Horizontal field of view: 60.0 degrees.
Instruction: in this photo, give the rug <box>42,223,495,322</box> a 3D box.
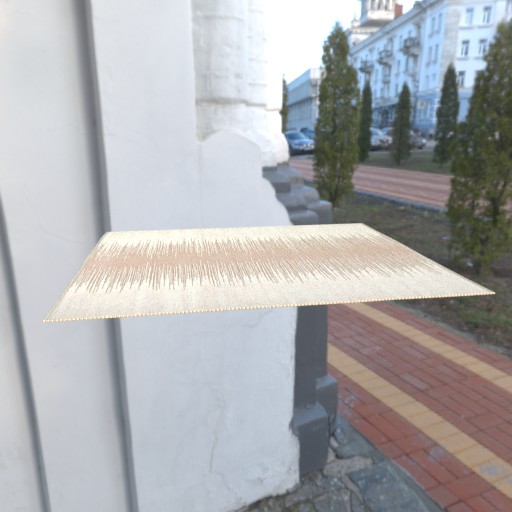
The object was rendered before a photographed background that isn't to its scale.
[{"bbox_3d":[0.000,0.000,4.061,3.048,0.013,2.438,-3,16,-9],"label":"rug"}]
